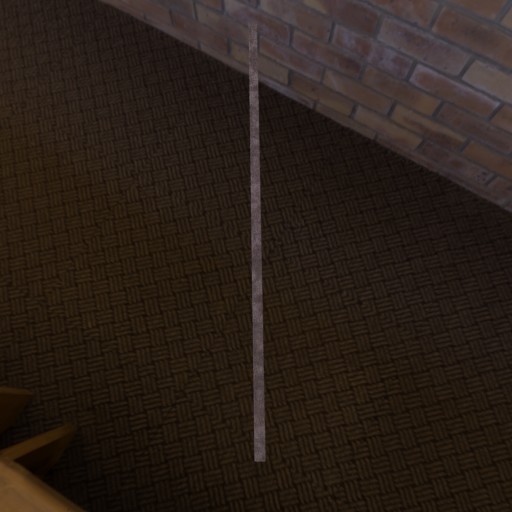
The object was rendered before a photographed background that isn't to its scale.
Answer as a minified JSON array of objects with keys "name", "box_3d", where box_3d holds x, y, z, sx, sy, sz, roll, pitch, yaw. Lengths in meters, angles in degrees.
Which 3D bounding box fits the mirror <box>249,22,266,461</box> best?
[{"name":"mirror","box_3d":[0.000,0.000,1.443,0.022,0.795,1.101,-1,74,0]}]
